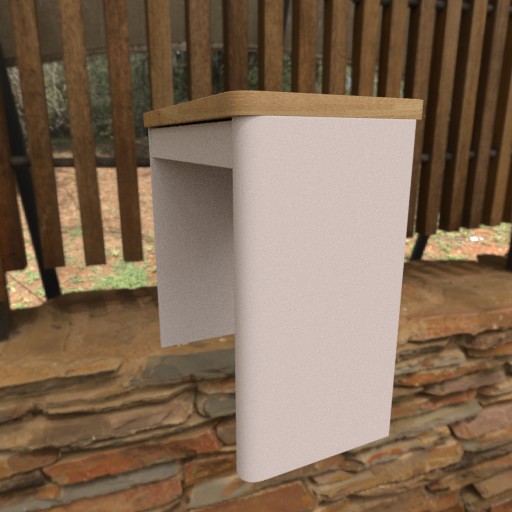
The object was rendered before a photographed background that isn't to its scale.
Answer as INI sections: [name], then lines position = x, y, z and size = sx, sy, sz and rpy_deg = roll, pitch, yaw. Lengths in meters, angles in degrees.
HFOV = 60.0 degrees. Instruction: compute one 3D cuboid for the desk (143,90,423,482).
[desk]
position = 0.000, 0.000, 1.248
size = 0.440, 0.790, 0.760
rpy_deg = -7, 16, -25
